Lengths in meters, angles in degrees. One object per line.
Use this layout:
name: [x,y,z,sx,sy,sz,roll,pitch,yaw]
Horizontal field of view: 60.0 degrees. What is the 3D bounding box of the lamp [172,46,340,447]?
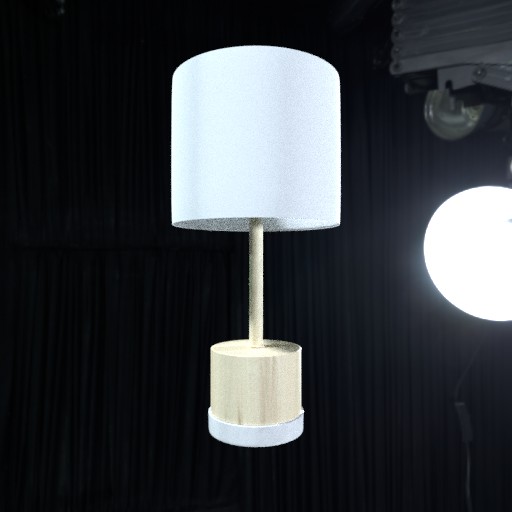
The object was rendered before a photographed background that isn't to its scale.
lamp: [0.000,0.000,0.609,0.229,0.470,0.229,0,-1,-17]
